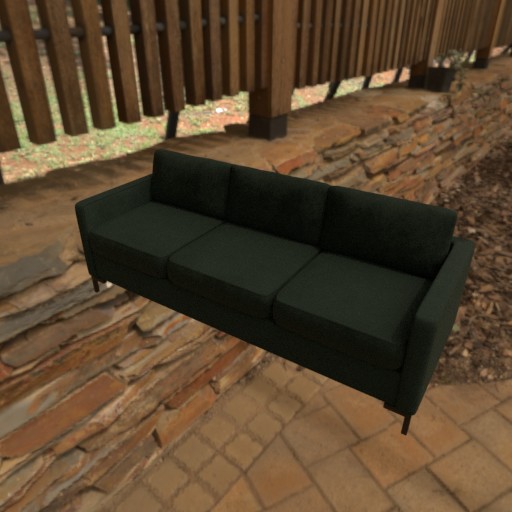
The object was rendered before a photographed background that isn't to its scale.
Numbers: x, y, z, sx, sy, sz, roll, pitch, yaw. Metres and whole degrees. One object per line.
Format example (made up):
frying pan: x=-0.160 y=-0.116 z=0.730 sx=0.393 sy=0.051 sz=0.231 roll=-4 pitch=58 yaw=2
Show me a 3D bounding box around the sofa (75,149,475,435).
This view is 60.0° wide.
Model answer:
sofa: x=0.000 y=0.000 z=2.651 sx=2.218 sy=0.870 sz=0.859 roll=18 pitch=34 yaw=29
